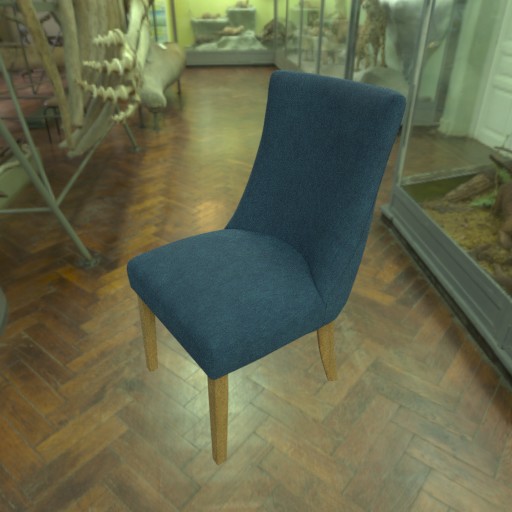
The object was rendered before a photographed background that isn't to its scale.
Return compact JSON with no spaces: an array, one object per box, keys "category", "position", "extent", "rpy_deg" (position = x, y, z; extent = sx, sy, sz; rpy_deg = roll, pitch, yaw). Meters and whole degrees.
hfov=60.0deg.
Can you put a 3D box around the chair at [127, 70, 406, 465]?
[{"category":"chair","position":[0.000,0.000,1.261],"extent":[0.609,0.902,0.495],"rpy_deg":[-21,36,-31]}]
